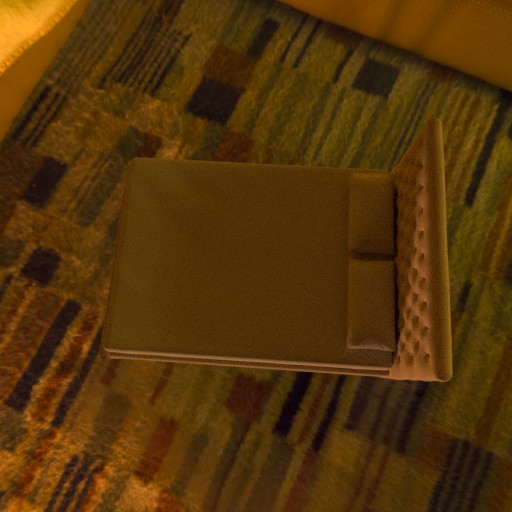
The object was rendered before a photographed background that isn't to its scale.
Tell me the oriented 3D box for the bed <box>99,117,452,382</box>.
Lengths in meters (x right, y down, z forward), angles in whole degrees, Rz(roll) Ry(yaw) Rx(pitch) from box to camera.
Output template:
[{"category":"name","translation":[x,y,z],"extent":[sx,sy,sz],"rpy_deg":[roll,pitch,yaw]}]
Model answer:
[{"category":"bed","translation":[0.000,0.000,3.414],"extent":[2.387,1.427,1.698],"rpy_deg":[4,76,1]}]
